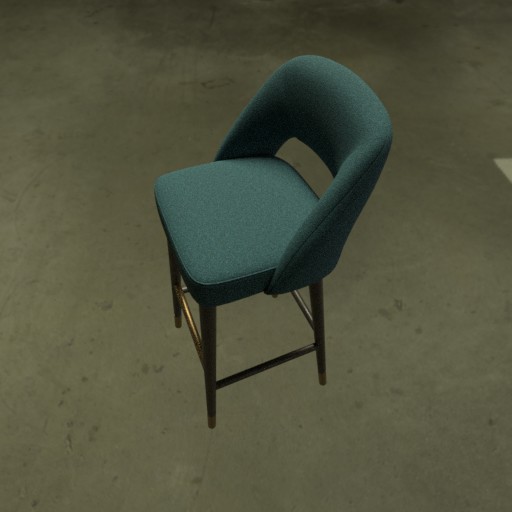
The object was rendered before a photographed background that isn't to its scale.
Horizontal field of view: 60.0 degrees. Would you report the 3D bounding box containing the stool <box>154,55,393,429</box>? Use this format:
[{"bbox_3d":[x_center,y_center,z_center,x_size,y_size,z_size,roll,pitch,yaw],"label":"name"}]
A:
[{"bbox_3d":[0.000,0.000,1.333,0.522,1.032,0.536,-16,48,-15],"label":"stool"}]
